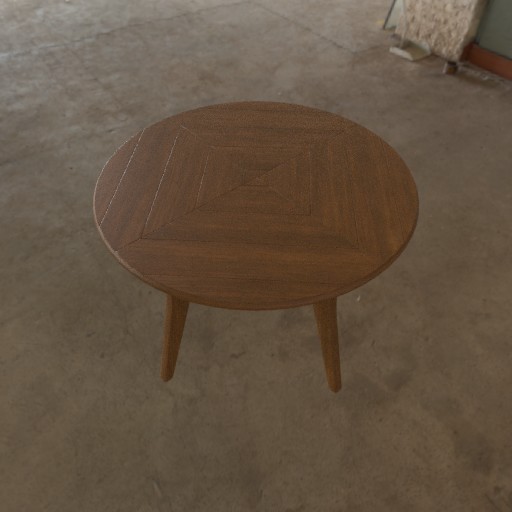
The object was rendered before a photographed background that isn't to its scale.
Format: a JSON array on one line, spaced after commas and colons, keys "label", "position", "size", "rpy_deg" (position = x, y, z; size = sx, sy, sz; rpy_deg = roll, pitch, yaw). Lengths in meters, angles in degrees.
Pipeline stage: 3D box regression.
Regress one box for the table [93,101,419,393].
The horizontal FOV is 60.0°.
[{"label": "table", "position": [0.000, 0.000, 1.741], "size": [1.055, 0.757, 1.055], "rpy_deg": [0, 47, 0]}]
